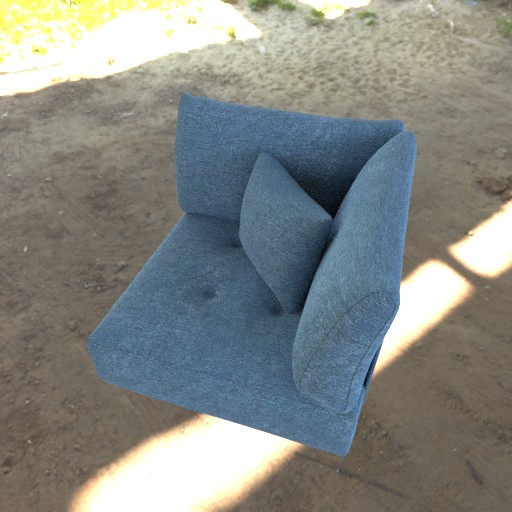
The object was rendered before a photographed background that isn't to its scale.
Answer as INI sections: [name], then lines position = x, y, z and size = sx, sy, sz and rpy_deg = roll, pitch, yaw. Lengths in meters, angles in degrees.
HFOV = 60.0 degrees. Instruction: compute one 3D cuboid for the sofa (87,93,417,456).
[sofa]
position = 0.000, 0.000, 1.703
size = 1.000, 0.820, 1.000
rpy_deg = 12, 42, 14
